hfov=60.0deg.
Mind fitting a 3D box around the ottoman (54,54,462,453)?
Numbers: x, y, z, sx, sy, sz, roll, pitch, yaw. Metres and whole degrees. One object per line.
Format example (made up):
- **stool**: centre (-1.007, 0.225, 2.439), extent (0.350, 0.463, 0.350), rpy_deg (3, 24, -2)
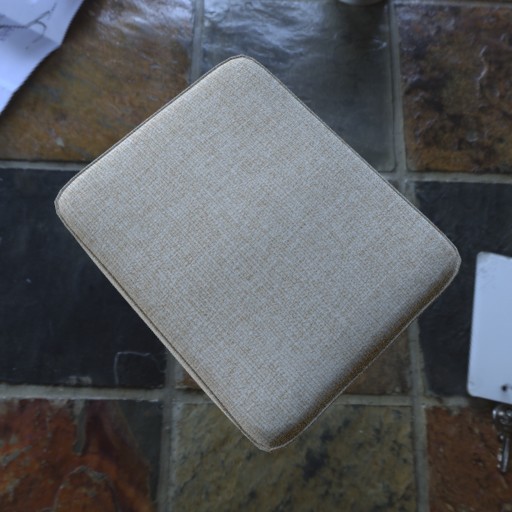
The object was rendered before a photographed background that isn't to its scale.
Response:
- **ottoman**: centre (0.000, 0.000, 1.123), extent (0.589, 0.537, 0.738), rpy_deg (-42, 79, -10)
